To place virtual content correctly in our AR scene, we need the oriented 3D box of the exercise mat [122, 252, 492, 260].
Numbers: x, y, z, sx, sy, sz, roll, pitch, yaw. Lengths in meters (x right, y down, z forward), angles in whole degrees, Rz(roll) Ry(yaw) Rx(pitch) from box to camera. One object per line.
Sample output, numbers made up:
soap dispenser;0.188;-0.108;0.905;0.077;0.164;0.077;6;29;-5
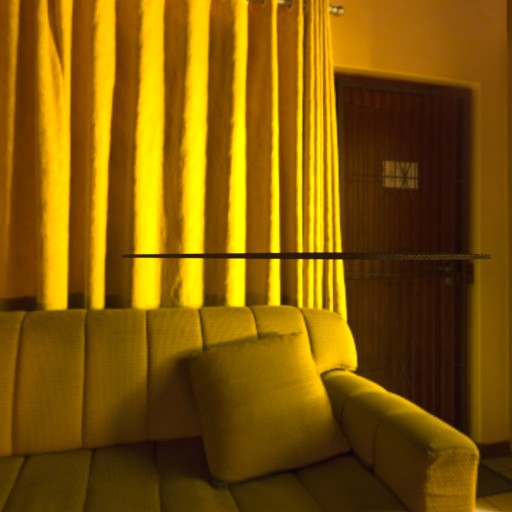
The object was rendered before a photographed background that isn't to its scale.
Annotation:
exercise mat;0.000;0.000;2.021;0.616;0.021;1.869;0;0;-36
